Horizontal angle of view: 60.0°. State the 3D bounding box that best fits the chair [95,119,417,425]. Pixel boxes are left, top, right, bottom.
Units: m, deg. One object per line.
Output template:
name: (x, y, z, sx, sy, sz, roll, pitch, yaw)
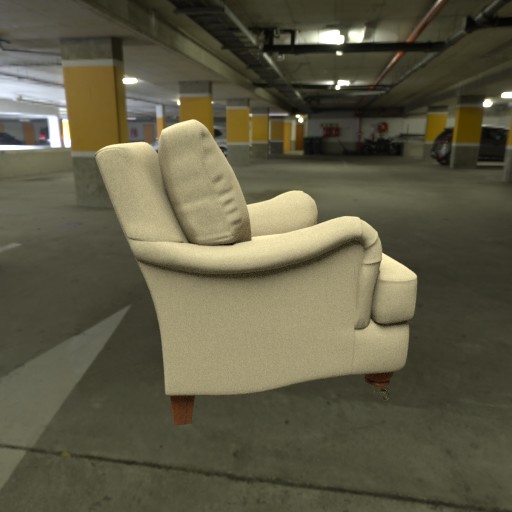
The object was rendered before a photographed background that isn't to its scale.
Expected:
chair: (0.000, 0.000, 1.872, 1.078, 1.076, 0.895, -2, 15, -8)
